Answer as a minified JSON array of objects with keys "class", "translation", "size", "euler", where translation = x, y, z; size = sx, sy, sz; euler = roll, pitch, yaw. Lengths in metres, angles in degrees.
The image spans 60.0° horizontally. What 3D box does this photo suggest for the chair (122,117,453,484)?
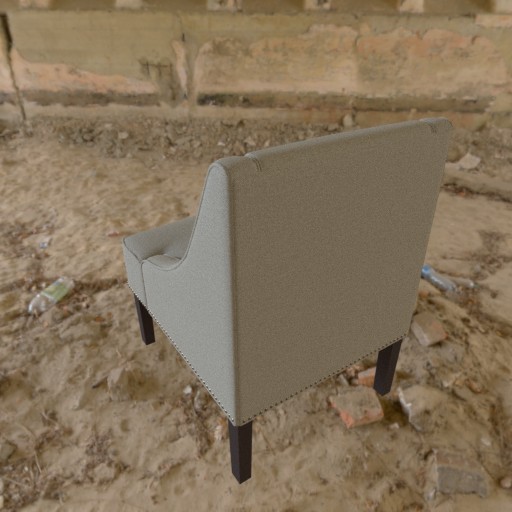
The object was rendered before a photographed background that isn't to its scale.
[{"class":"chair","translation":[0.000,0.000,1.328],"size":[0.610,0.864,0.737],"euler":[-18,35,-29]}]
